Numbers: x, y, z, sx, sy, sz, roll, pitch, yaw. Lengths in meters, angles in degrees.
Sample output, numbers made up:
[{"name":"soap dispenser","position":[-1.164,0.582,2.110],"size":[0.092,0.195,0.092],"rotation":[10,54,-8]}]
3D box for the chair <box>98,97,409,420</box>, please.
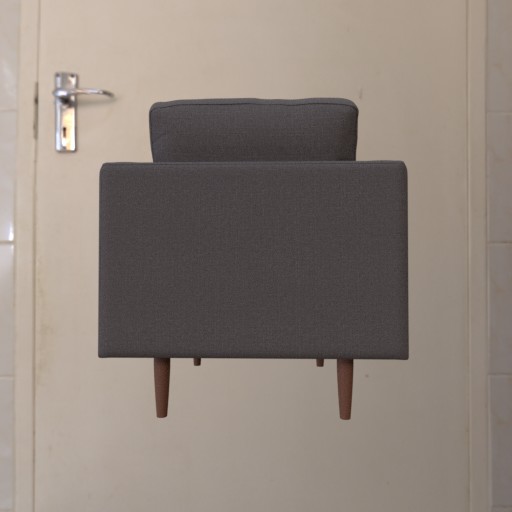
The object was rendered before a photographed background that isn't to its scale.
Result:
[{"name":"chair","position":[0.000,0.000,1.581],"size":[0.854,0.927,0.800],"rotation":[0,-1,2]}]
